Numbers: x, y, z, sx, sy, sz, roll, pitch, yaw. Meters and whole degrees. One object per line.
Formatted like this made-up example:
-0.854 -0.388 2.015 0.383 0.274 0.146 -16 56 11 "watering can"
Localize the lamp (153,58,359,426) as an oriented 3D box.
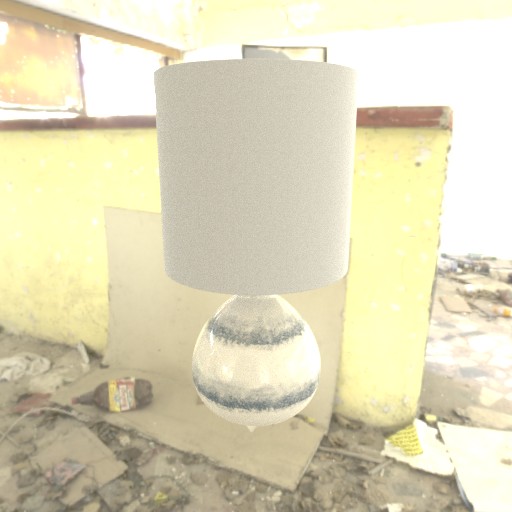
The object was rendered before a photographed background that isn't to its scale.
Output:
0.000 0.000 0.531 0.216 0.404 0.216 14 21 42 "lamp"
